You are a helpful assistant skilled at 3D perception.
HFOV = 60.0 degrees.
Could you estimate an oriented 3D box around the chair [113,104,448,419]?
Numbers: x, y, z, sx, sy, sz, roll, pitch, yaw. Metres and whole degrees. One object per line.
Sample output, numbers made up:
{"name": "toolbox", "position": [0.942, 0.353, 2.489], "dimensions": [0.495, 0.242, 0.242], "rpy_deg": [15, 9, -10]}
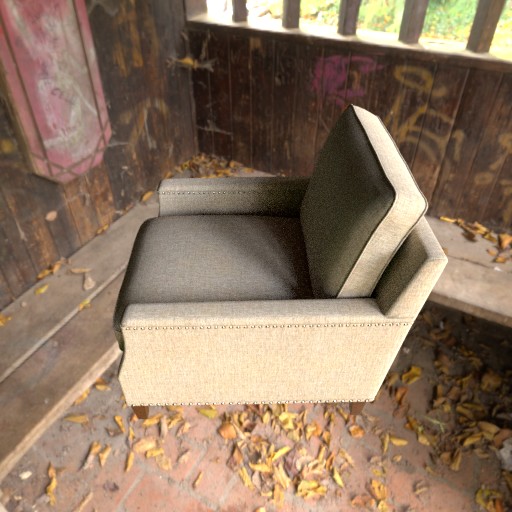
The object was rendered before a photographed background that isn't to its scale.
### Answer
{"name": "chair", "position": [0.000, 0.000, 1.703], "dimensions": [1.014, 0.943, 0.853], "rpy_deg": [-1, 40, -1]}
